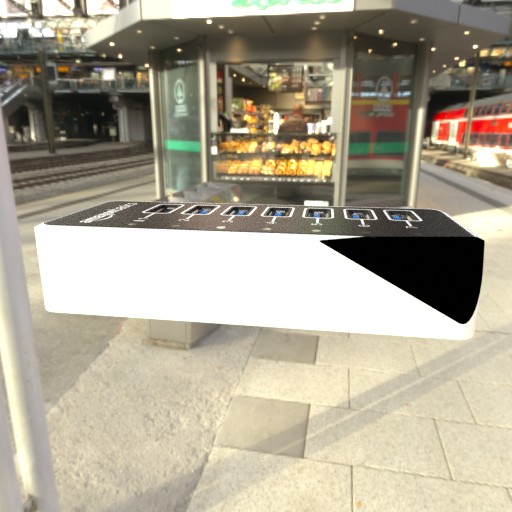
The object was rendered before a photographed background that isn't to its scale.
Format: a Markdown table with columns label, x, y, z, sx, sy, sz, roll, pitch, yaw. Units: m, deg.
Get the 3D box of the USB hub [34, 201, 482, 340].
| label | x | y | z | sx | sy | sz | roll | pitch | yaw |
| --- | --- | --- | --- | --- | --- | --- | --- | --- | --- |
| USB hub | 0.000 | 0.000 | 0.127 | 0.110 | 0.023 | 0.044 | 3 | 16 | 9 |
